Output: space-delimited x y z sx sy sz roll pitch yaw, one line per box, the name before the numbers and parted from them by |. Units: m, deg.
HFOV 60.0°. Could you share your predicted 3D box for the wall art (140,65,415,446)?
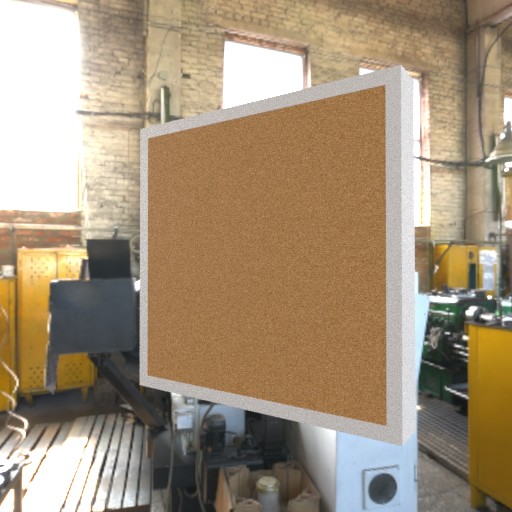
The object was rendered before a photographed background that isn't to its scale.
wall art | 0.000 0.000 0.452 0.305 0.302 0.038 0 -1 34
